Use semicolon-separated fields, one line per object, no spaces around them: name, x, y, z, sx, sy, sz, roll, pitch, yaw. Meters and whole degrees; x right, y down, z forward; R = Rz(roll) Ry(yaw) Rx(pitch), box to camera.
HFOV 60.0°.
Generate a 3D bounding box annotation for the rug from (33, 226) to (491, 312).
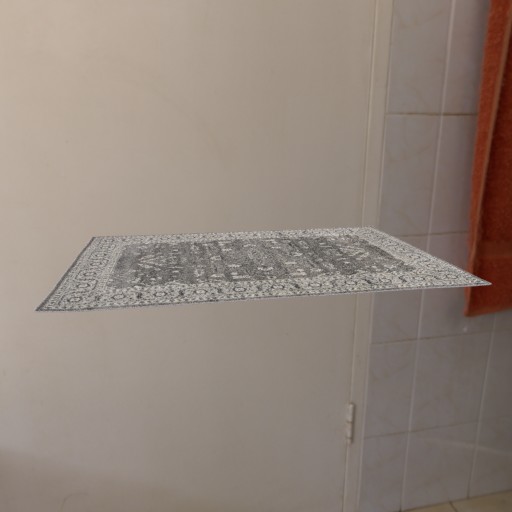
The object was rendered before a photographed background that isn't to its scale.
rug;0.000;0.000;2.295;1.828;0.019;1.209;-3;16;-10
